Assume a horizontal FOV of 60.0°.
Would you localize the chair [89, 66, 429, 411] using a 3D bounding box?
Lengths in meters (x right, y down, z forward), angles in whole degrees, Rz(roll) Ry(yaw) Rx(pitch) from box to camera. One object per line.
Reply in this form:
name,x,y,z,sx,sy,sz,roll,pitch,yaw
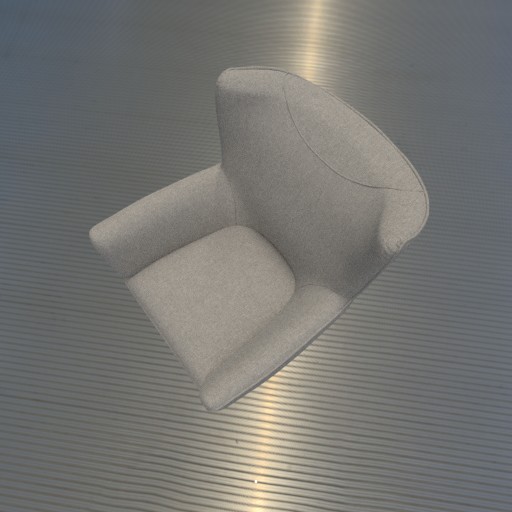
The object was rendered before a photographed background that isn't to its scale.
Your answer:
chair,0.000,0.000,1.597,0.888,0.933,0.781,-35,68,-16
